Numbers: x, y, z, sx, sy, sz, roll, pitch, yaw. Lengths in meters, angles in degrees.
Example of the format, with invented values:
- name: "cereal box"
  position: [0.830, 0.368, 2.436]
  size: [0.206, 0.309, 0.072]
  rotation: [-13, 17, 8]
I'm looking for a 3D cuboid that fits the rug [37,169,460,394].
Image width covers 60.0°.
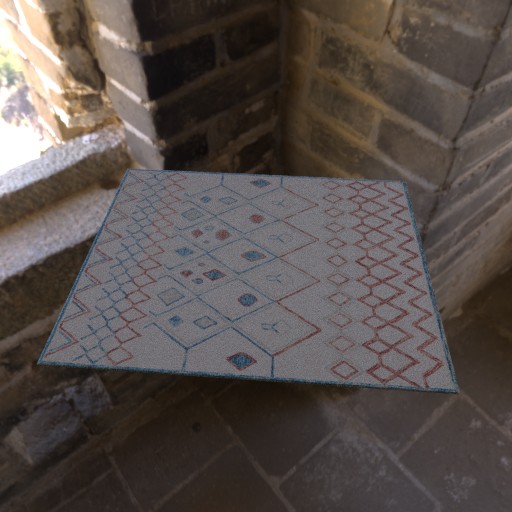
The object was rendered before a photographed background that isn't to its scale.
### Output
- name: "rug"
  position: [0.000, 0.000, 4.017]
  size: [3.050, 0.016, 2.441]
  rotation: [3, 47, 3]
